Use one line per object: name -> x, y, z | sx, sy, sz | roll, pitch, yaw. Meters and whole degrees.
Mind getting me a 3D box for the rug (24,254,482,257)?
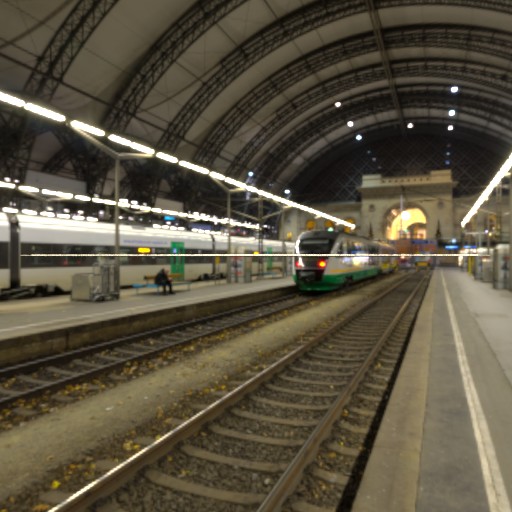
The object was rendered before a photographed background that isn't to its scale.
rug -> 0.000, 0.000, 2.137 | 1.634, 0.003, 1.190 | 0, 0, 1
